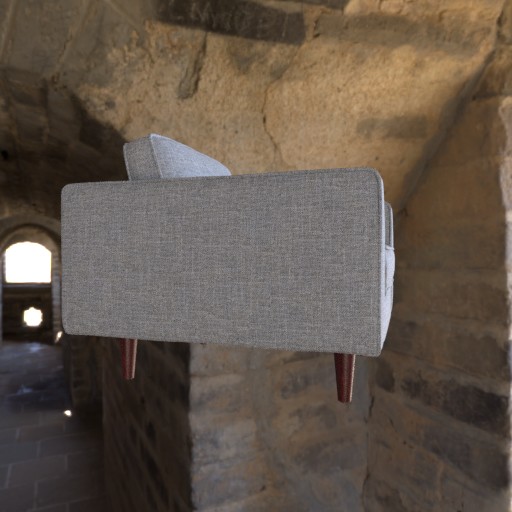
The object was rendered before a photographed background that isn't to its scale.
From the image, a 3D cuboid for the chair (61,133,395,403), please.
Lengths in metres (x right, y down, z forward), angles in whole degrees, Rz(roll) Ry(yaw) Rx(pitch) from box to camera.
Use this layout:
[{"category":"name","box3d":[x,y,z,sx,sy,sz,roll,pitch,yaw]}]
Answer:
[{"category":"chair","box3d":[0.000,0.000,1.540,0.914,0.765,0.889,0,0,19]}]
